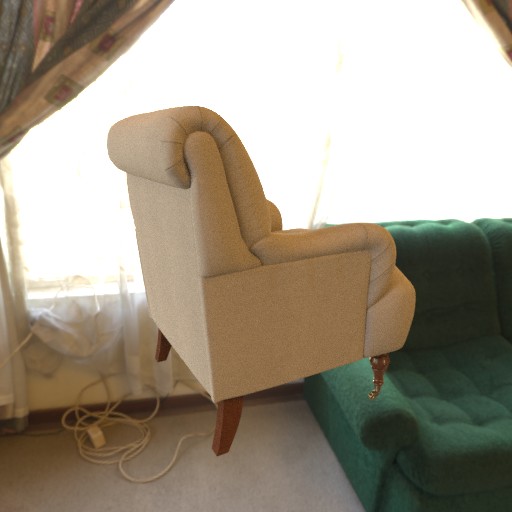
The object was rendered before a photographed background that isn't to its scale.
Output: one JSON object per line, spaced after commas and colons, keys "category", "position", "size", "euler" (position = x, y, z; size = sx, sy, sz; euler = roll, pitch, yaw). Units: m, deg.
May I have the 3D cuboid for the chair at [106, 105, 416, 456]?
{"category": "chair", "position": [0.000, 0.000, 1.533], "size": [0.842, 0.942, 0.766], "euler": [-8, 16, -27]}
